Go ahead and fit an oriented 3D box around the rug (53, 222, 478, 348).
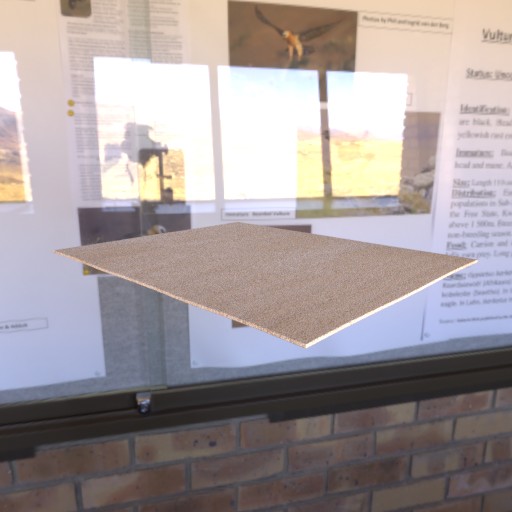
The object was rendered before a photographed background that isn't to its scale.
[{"bbox_3d":[0.000,0.000,3.994,3.000,0.025,2.400,13,18,43],"label":"rug"}]
